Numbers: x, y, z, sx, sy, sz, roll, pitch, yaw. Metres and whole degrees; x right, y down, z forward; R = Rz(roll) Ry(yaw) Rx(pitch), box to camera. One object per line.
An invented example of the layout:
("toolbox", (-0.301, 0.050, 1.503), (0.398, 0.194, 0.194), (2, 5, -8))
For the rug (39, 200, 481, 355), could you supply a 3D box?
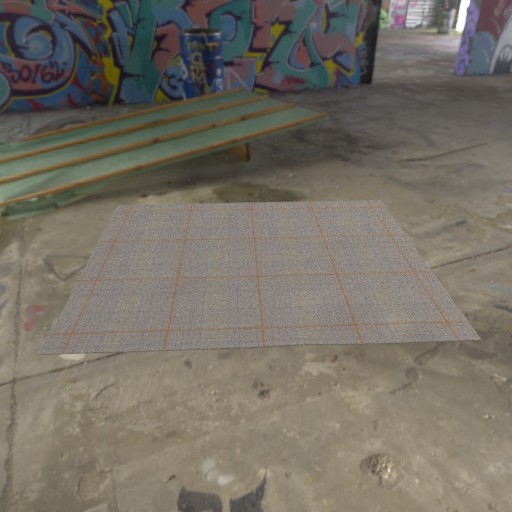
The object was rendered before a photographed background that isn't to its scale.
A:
("rug", (0.000, 0.000, 4.091), (3.051, 0.021, 2.448), (-1, 31, -2))
